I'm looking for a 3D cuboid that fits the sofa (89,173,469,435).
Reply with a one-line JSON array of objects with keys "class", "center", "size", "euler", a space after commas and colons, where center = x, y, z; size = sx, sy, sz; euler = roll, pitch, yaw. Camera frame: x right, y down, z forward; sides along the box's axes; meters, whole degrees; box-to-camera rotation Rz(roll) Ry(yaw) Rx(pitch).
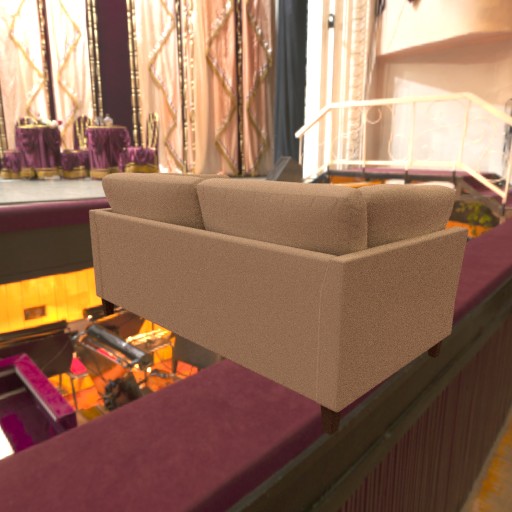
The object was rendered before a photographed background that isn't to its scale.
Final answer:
[{"class": "sofa", "center": [0.000, 0.000, 2.302], "size": [1.776, 0.836, 0.970], "euler": [13, 18, 44]}]
